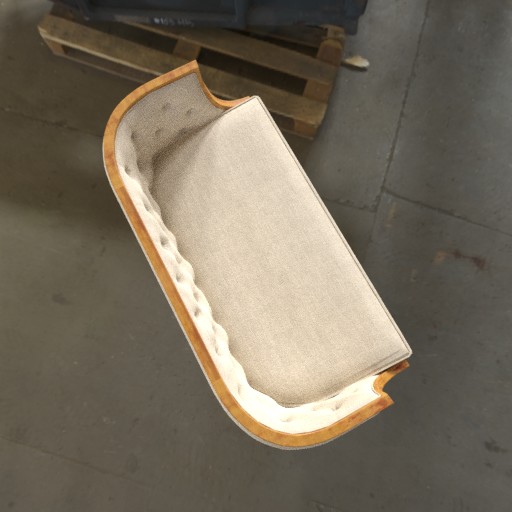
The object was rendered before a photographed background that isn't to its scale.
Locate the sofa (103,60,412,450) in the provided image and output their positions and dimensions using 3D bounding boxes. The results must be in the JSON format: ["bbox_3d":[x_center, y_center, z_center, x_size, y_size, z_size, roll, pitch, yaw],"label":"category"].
[{"bbox_3d":[0.000,0.000,1.946,0.770,0.775,1.474,-28,79,-6],"label":"sofa"}]
